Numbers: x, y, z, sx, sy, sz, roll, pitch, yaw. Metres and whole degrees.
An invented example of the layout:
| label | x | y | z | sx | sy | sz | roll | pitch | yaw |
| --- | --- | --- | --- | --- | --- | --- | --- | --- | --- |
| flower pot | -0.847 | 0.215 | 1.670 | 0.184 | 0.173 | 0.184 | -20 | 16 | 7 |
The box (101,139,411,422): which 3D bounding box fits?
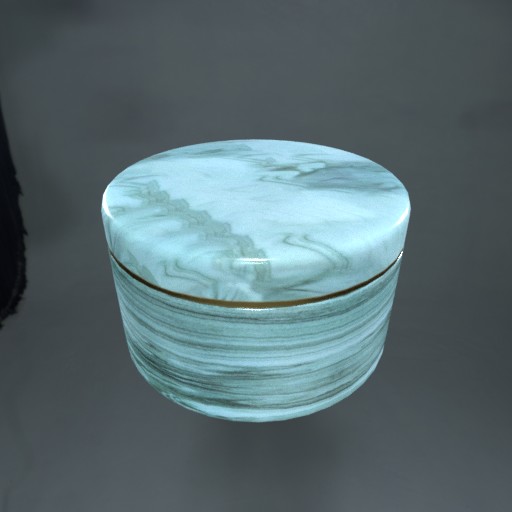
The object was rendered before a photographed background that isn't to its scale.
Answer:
| label | x | y | z | sx | sy | sz | roll | pitch | yaw |
| --- | --- | --- | --- | --- | --- | --- | --- | --- | --- |
| box | 0.000 | 0.000 | 0.164 | 0.101 | 0.063 | 0.101 | 0 | 31 | 0 |
